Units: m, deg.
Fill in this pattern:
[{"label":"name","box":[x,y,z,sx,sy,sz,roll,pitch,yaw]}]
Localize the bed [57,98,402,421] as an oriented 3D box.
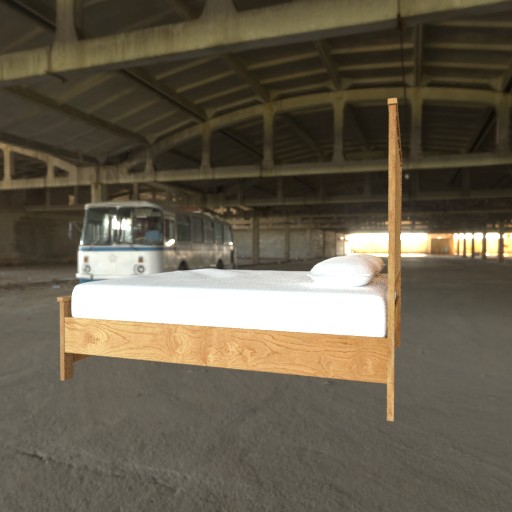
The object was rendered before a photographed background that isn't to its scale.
[{"label":"bed","box":[0.000,0.000,3.571,2.201,1.686,1.936,0,1,19]}]
